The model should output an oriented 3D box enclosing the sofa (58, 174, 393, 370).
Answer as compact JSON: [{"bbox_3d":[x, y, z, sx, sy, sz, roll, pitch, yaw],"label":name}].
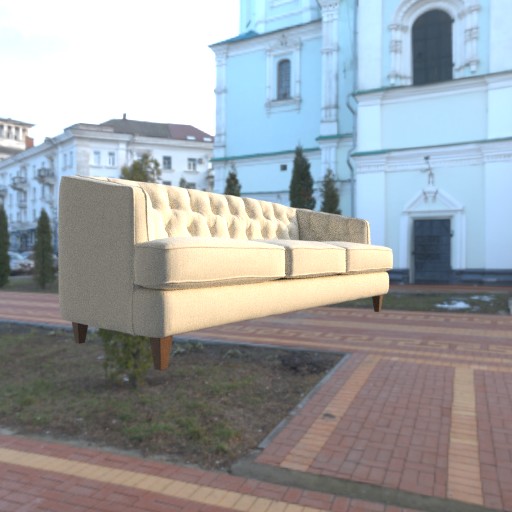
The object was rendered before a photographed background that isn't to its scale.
[{"bbox_3d":[0.000,0.000,2.750,0.941,0.855,2.278,0,0,38],"label":"sofa"}]
